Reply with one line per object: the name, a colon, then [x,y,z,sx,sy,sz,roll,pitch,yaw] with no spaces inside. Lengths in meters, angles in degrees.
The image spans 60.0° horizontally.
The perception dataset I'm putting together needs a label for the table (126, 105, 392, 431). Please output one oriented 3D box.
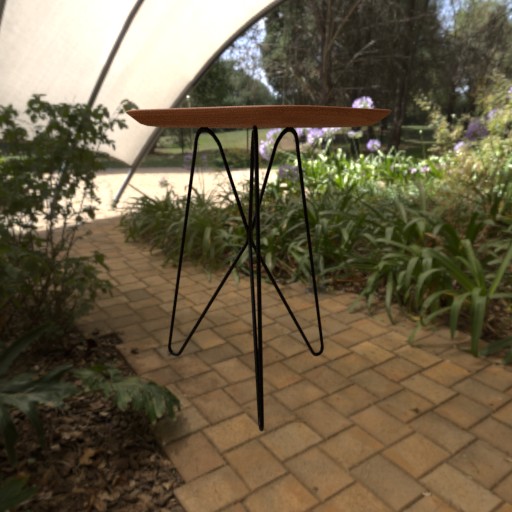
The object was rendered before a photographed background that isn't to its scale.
table: [0.000,0.000,0.915,0.500,0.562,0.400,8,17,26]
